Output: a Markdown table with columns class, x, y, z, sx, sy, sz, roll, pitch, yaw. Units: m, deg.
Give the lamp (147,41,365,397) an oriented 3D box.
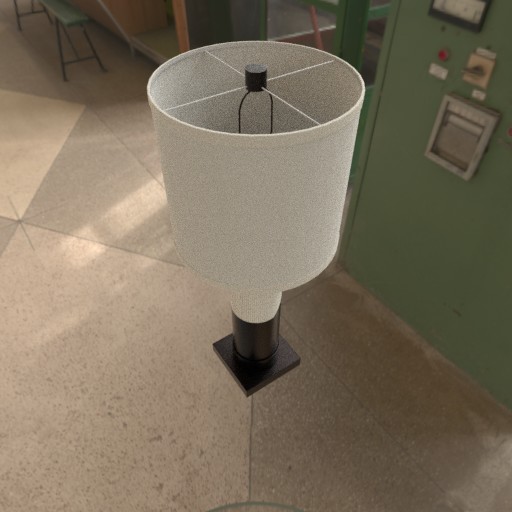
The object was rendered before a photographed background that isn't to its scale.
| class | x | y | z | sx | sy | sz | roll | pitch | yaw |
| --- | --- | --- | --- | --- | --- | --- | --- | --- | --- |
| lamp | 0.000 | 0.000 | 0.604 | 0.211 | 0.509 | 0.211 | -26 | 51 | -23 |
